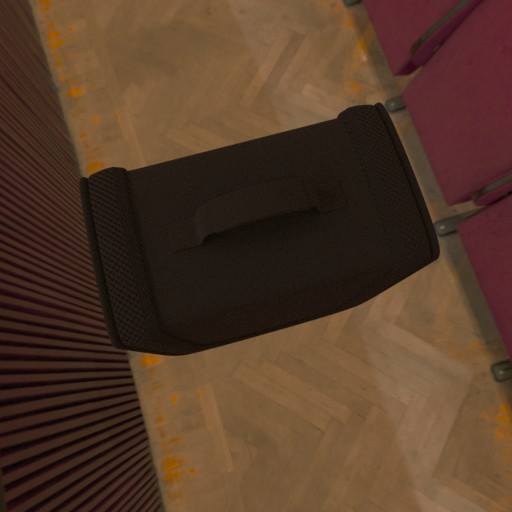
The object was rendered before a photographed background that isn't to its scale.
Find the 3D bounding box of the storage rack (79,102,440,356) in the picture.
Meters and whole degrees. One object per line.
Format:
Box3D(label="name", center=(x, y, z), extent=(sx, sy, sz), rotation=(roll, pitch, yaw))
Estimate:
Box3D(label="storage rack", center=(0.000, 0.000, 0.547), extent=(0.297, 0.387, 0.168), rotation=(-15, 76, -4))
